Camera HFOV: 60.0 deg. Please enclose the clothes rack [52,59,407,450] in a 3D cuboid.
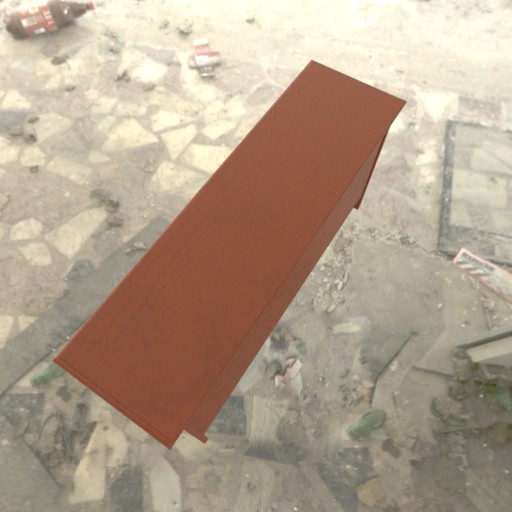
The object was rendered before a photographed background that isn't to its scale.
[{"bbox_3d":[0.000,0.000,1.515,0.362,0.594,1.251,30,67,14],"label":"clothes rack"}]
